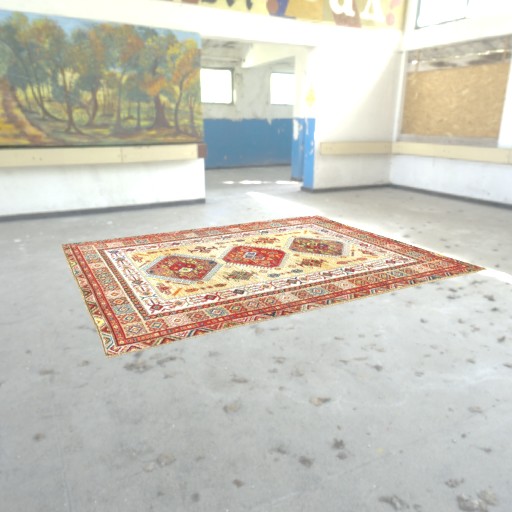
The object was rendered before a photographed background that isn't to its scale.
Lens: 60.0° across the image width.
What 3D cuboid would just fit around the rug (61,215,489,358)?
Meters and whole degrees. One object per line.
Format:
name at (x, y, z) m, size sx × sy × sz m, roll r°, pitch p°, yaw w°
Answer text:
rug at (0.000, 0.000, 4.014) m, size 3.067 × 0.005 × 2.460 m, roll -9°, pitch 19°, yaw -26°
